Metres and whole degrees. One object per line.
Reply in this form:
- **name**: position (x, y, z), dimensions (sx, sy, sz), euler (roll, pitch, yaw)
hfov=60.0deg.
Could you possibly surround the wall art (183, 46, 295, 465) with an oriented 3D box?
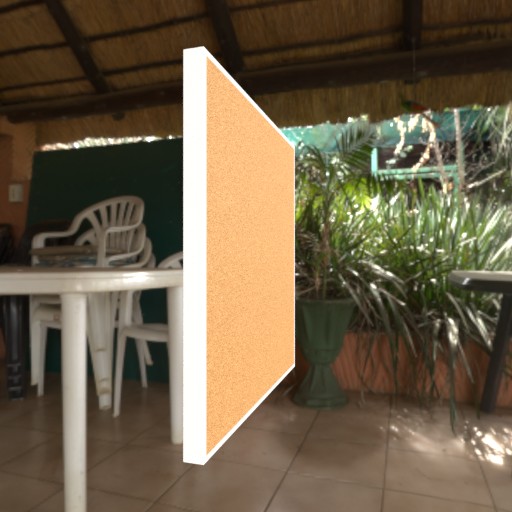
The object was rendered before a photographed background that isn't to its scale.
- **wall art**: position (0.000, 0.000, 1.181), dimensions (0.041, 0.765, 0.768), euler (0, 0, 17)
